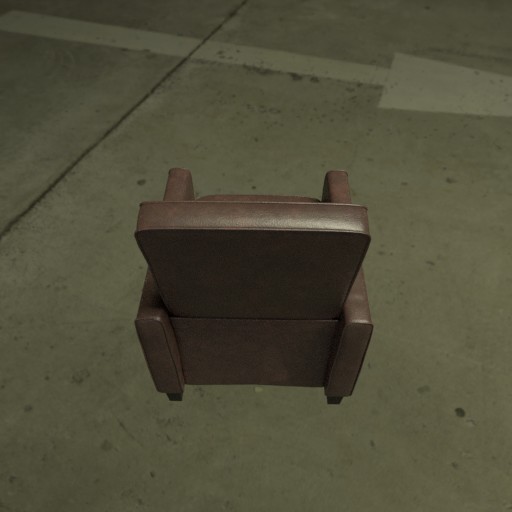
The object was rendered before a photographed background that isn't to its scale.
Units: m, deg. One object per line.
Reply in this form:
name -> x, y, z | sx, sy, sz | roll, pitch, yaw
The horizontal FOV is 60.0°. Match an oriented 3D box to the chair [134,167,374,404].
chair -> 0.000, 0.000, 1.537 | 0.705, 1.013, 0.746 | 1, 48, 1
